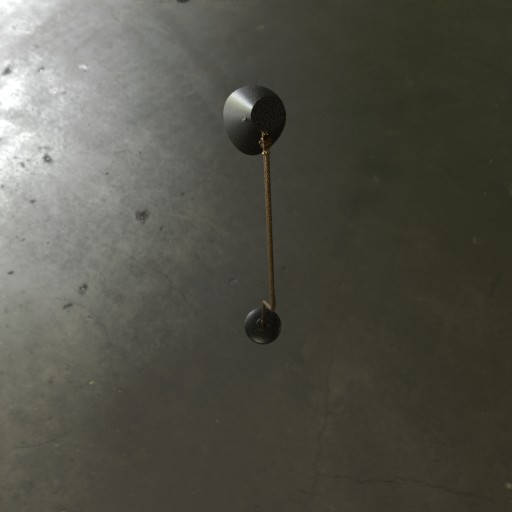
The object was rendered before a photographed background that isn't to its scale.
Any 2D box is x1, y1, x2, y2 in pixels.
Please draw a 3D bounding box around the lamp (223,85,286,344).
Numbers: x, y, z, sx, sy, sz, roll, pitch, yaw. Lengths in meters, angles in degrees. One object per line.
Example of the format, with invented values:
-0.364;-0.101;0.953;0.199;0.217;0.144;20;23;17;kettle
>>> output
0.000;0.000;1.624;0.277;1.438;0.467;16;65;8;lamp
